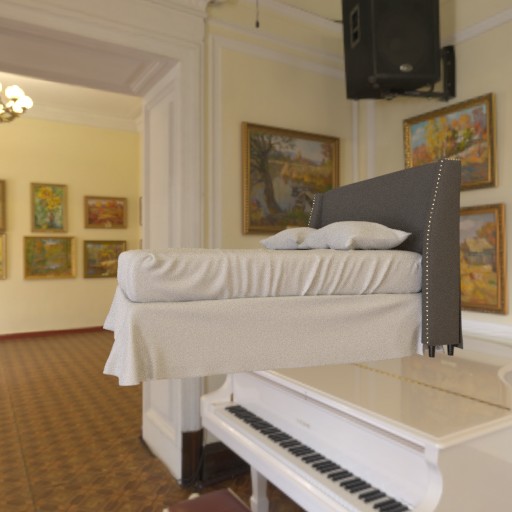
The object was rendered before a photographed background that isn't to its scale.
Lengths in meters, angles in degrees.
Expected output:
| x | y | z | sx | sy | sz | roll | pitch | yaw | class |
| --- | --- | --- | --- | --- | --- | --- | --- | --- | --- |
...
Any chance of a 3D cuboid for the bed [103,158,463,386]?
| x | y | z | sx | sy | sz | roll | pitch | yaw | class |
| --- | --- | --- | --- | --- | --- | --- | --- | --- | --- |
| 0.000 | 0.000 | 3.479 | 2.276 | 1.332 | 1.925 | 0 | 1 | -19 | bed |
